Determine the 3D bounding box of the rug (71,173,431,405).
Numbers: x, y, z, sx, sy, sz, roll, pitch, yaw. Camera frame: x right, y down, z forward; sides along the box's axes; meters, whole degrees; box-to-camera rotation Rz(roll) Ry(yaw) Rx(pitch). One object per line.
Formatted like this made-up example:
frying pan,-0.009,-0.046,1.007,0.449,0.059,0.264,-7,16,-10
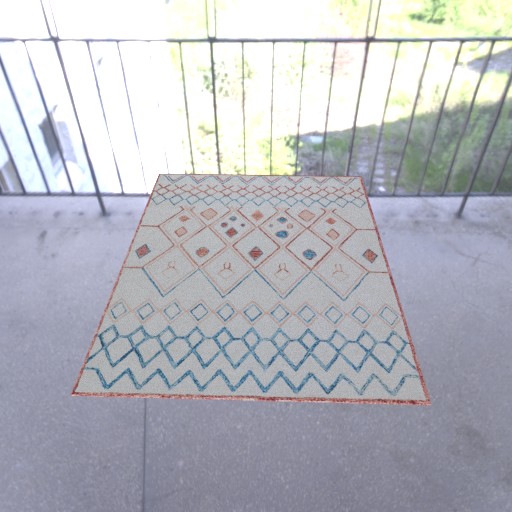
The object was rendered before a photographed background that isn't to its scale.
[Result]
rug,0.000,0.000,4.164,2.441,0.016,3.050,1,40,1
